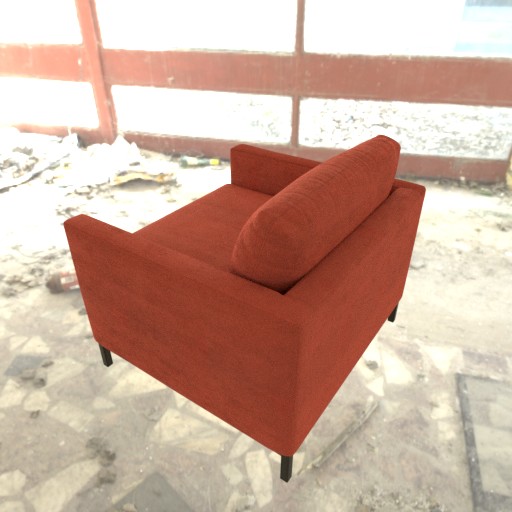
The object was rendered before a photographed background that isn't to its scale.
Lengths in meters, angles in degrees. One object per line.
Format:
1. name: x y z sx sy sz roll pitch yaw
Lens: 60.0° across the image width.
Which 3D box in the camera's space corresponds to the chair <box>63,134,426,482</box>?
1. chair: 0.000 0.000 1.607 0.875 0.812 0.964 20 37 29
